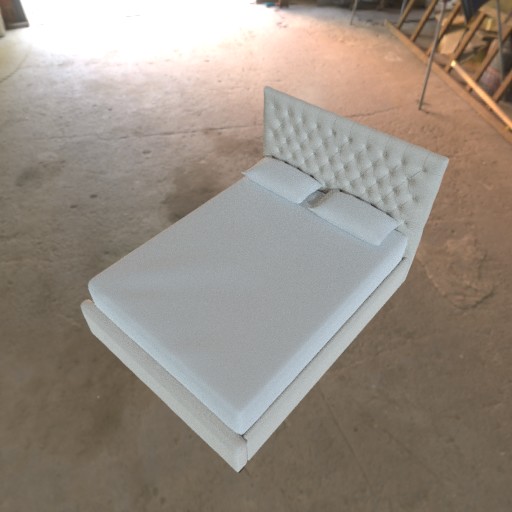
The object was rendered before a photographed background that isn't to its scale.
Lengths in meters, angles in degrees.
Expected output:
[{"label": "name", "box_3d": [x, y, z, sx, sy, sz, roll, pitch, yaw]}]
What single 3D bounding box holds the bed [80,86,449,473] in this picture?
[{"label": "bed", "box_3d": [0.000, 0.000, 3.411, 1.696, 1.426, 2.233, 33, 54, 27]}]
